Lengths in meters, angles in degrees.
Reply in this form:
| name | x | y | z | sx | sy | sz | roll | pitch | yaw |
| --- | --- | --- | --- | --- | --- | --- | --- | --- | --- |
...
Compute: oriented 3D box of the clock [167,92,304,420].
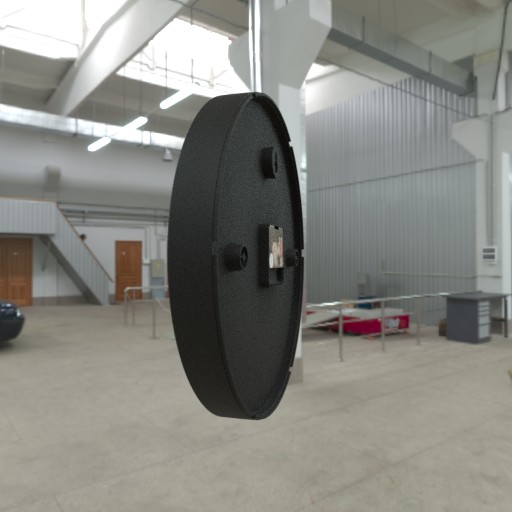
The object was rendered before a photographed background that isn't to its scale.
| name | x | y | z | sx | sy | sz | roll | pitch | yaw |
| --- | --- | --- | --- | --- | --- | --- | --- | --- | --- |
| clock | 0.000 | 0.000 | 0.423 | 0.040 | 0.293 | 0.293 | 0 | 0 | 17 |
